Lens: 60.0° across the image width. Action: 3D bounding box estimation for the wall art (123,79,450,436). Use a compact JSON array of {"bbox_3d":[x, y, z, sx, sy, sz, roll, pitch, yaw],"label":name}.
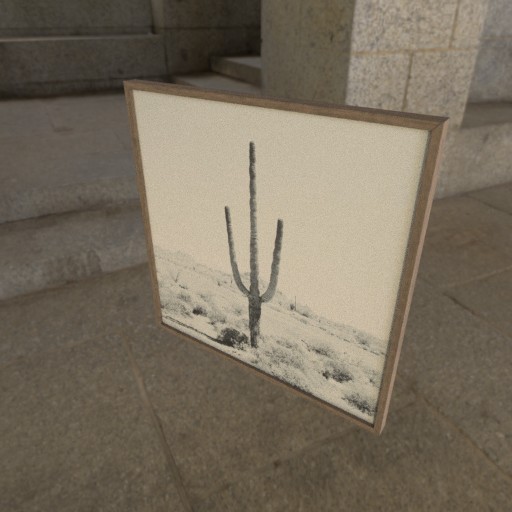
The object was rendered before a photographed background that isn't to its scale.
[{"bbox_3d":[0.000,0.000,1.105,0.762,0.762,0.038,19,35,29],"label":"wall art"}]
